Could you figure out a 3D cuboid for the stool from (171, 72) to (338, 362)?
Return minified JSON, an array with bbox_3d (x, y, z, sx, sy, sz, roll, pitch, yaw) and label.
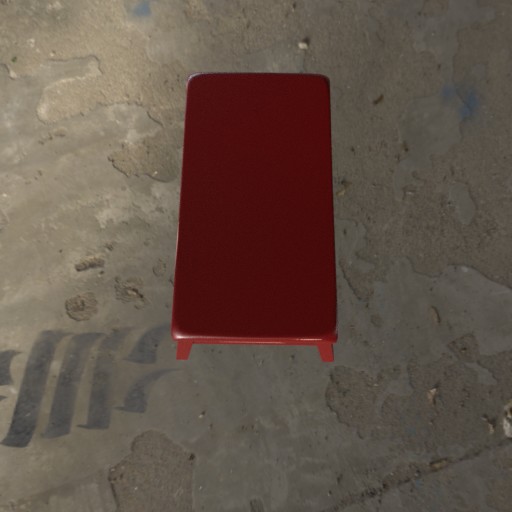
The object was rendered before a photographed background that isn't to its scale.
[{"bbox_3d":[0.000,0.000,1.042,0.476,0.737,0.457,1,75,0],"label":"stool"}]
